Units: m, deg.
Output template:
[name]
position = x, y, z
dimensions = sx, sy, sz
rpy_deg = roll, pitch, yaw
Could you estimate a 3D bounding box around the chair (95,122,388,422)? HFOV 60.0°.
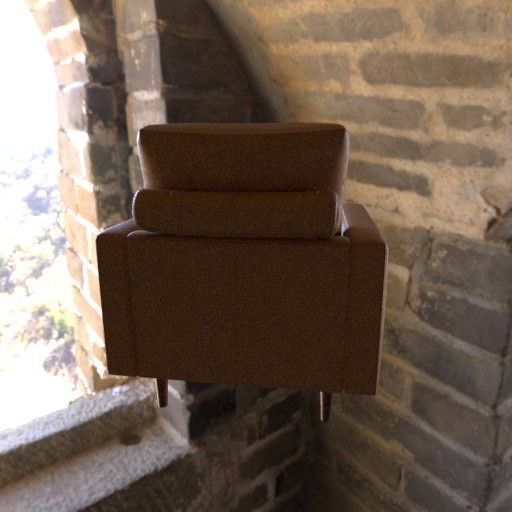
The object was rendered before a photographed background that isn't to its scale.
[chair]
position = 0.000, 0.000, 1.590
dimensions = 0.831, 0.896, 0.868
rpy_deg = 2, 14, 8
